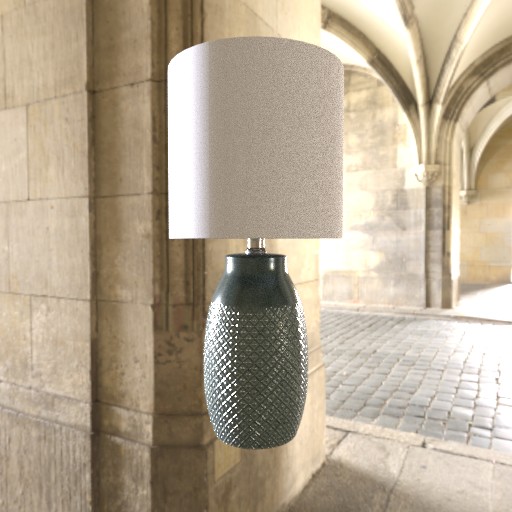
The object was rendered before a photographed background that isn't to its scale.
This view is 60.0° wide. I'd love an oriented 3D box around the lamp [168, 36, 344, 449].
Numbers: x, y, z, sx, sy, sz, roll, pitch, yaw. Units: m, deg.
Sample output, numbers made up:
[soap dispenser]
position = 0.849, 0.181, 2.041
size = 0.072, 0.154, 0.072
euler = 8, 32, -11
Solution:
[lamp]
position = 0.000, 0.000, 0.564
size = 0.217, 0.453, 0.217
euler = -1, 2, -18
